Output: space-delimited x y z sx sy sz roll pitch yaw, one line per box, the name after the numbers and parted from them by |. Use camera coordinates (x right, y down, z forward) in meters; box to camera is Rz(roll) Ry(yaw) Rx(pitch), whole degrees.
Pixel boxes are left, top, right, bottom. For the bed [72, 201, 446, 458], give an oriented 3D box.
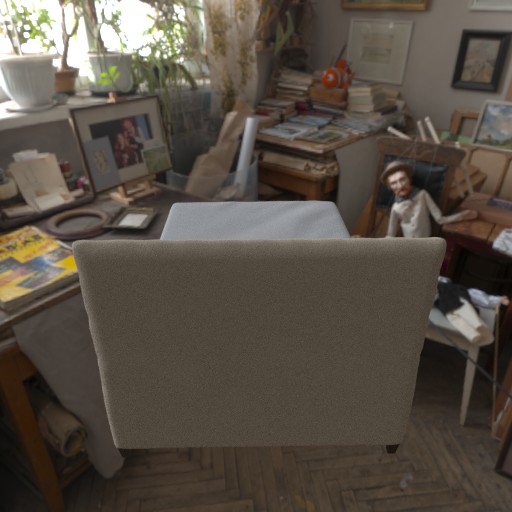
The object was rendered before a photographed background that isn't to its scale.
0.000 0.000 3.316 1.698 1.427 2.387 0 29 -1 | bed
